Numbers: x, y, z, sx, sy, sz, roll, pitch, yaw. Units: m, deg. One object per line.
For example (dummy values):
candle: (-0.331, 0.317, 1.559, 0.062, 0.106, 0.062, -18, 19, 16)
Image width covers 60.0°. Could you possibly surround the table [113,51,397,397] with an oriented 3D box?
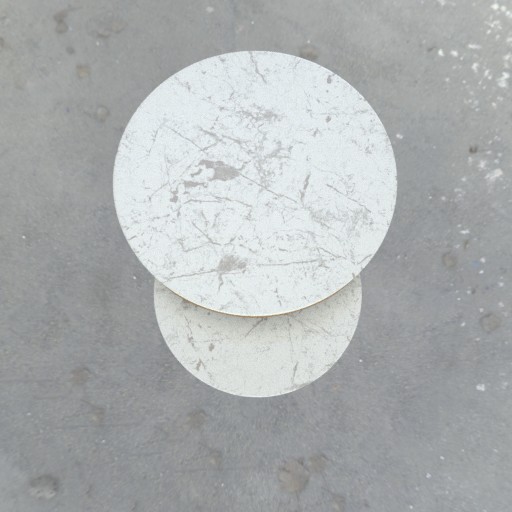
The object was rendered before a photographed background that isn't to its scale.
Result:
table: (0.000, 0.000, 0.879, 0.400, 0.550, 0.507, -1, 76, 0)
